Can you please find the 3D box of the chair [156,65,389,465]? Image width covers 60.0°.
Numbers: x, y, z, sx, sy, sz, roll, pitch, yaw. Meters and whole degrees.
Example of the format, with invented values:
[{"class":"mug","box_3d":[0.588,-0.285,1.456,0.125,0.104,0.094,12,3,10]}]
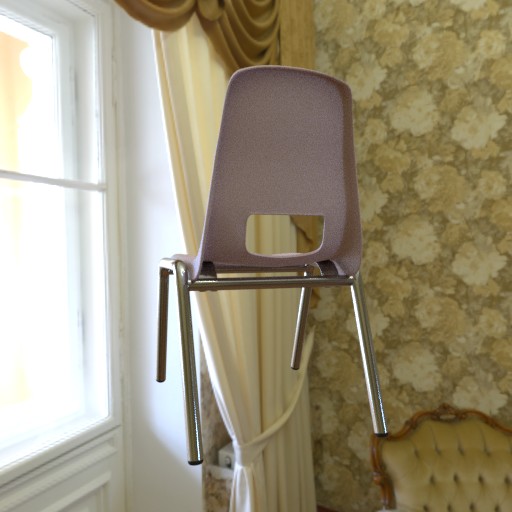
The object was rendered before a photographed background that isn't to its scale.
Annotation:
[{"class":"chair","box_3d":[0.000,0.000,0.863,0.354,0.586,0.423,-1,2,-17]}]
